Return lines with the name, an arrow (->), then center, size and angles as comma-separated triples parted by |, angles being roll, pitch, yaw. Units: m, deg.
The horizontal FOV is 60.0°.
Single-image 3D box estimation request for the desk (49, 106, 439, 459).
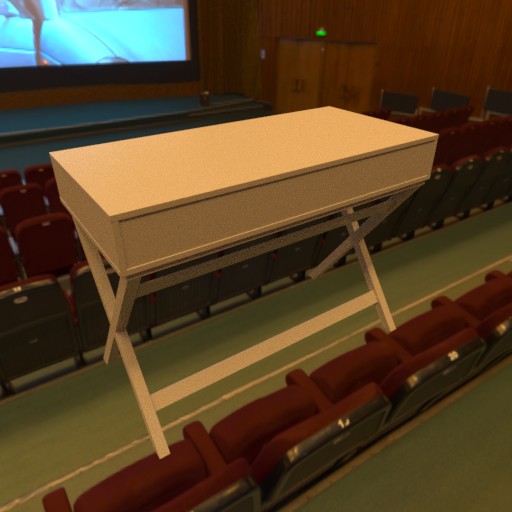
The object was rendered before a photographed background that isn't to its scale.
desk -> 0.000, 0.000, 1.516 | 1.059, 0.780, 0.509 | -19, 35, -29
